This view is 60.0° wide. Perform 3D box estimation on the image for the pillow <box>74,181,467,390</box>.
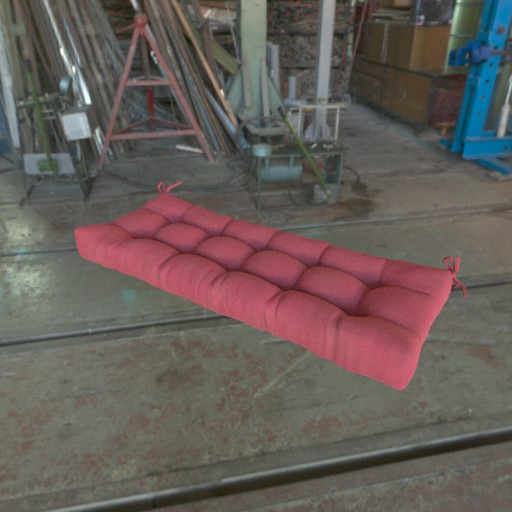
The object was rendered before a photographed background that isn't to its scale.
[{"bbox_3d":[0.000,0.000,1.389,1.194,0.174,0.511,18,34,28],"label":"pillow"}]
